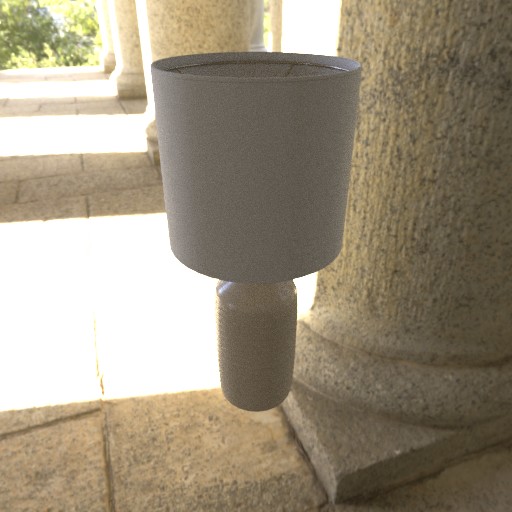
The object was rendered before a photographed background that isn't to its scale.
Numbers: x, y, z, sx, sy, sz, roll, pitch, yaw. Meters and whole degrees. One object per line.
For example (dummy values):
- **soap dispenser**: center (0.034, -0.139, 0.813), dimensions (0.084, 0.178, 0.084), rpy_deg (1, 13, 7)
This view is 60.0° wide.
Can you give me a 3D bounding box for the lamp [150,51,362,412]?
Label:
- **lamp**: center (0.000, 0.000, 0.589), dimensions (0.220, 0.475, 0.220), rpy_deg (23, 37, 34)
